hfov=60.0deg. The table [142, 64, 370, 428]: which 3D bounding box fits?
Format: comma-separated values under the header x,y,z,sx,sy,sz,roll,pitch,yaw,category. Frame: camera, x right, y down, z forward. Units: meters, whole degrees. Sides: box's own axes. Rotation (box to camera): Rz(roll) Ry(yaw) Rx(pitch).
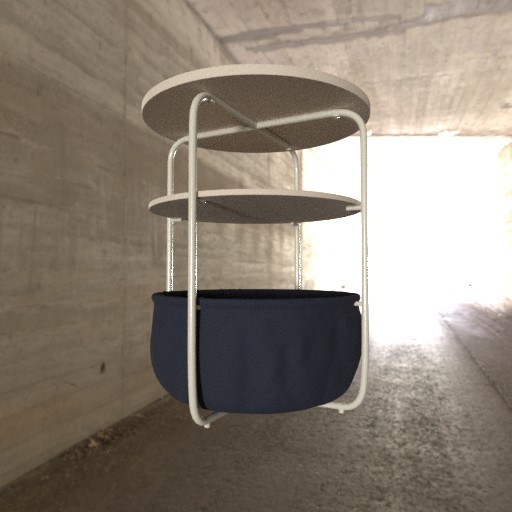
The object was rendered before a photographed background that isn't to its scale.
x,y,z,sx,sy,sz,roll,pitch,yaw,category
0.000,0.000,0.829,0.418,0.532,0.418,1,-2,-17,table
